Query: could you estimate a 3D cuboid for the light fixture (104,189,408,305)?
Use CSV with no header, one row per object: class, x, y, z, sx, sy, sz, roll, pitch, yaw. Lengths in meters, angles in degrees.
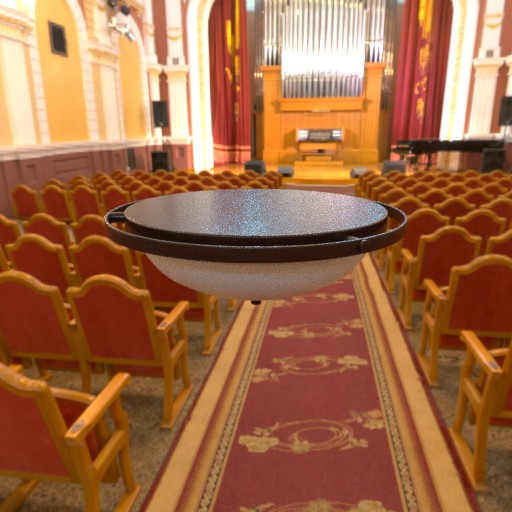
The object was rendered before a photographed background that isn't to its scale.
light fixture,0.000,0.000,0.571,0.361,0.130,0.361,0,16,0
